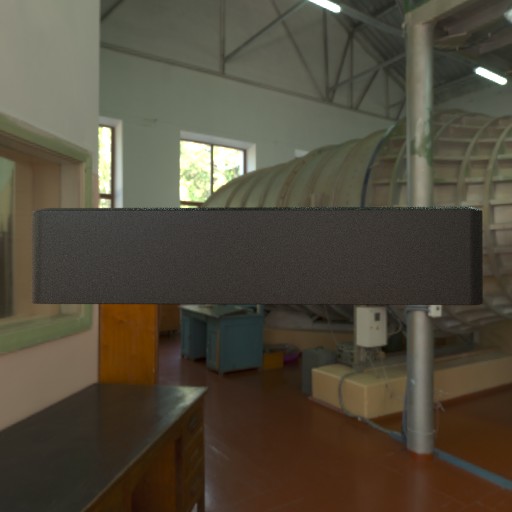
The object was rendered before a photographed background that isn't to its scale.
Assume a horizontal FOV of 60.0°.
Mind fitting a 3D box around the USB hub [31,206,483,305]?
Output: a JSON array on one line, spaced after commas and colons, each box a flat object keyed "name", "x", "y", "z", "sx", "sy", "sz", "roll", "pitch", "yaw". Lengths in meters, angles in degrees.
[{"name": "USB hub", "x": 0.000, "y": 0.000, "z": 0.126, "sx": 0.110, "sy": 0.023, "sz": 0.044, "roll": 0, "pitch": 0, "yaw": 2}]
